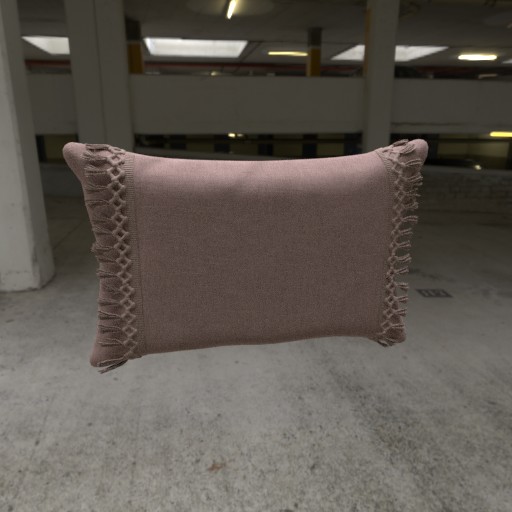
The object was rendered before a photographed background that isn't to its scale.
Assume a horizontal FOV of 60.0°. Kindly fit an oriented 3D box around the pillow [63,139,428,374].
[{"bbox_3d":[0.000,0.000,0.600,0.466,0.305,0.084,-2,17,-8],"label":"pillow"}]
